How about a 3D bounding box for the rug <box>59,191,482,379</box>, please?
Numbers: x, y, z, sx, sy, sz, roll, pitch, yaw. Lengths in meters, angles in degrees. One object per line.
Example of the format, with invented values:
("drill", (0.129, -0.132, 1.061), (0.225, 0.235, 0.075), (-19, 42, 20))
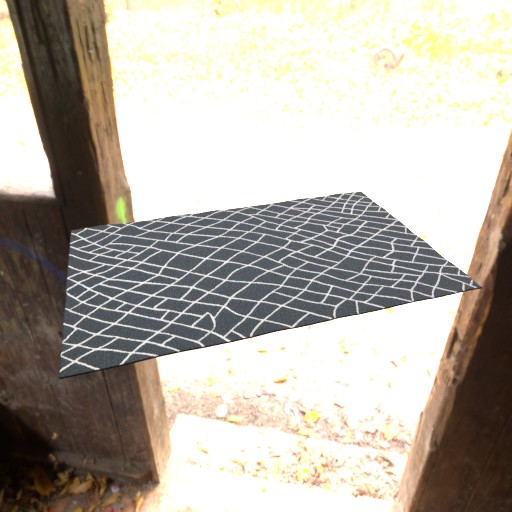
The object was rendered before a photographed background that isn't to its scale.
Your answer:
("rug", (0.000, 0.000, 3.034), (2.448, 0.017, 1.529), (-9, 34, -15))
